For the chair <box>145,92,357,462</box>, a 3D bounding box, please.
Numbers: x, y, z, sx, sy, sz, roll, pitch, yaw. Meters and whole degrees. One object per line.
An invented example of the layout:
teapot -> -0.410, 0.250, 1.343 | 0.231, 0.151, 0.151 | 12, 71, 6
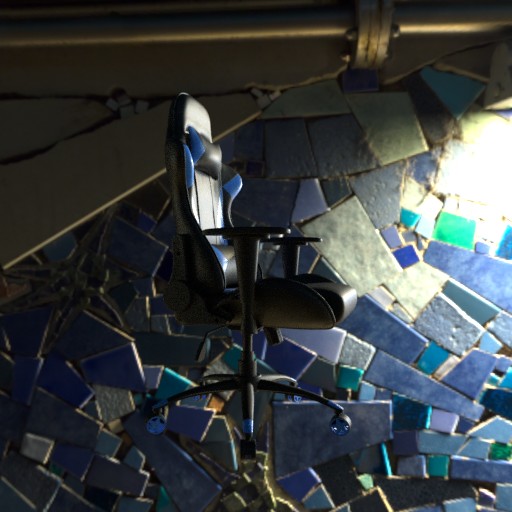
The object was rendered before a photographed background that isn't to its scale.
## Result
chair -> 0.000, 0.000, 1.701 | 0.730, 1.282, 0.695 | 0, -1, 18
